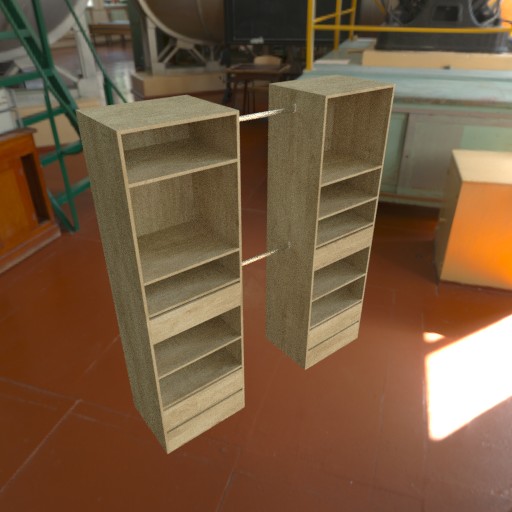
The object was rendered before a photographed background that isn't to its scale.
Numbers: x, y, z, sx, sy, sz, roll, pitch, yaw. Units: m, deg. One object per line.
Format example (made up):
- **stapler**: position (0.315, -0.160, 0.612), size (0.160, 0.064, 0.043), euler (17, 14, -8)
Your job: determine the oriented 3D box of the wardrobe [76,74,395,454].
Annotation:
- **wardrobe**: position (0.000, 0.000, 2.887), size (1.770, 2.000, 0.480), euler (-21, 37, -32)
